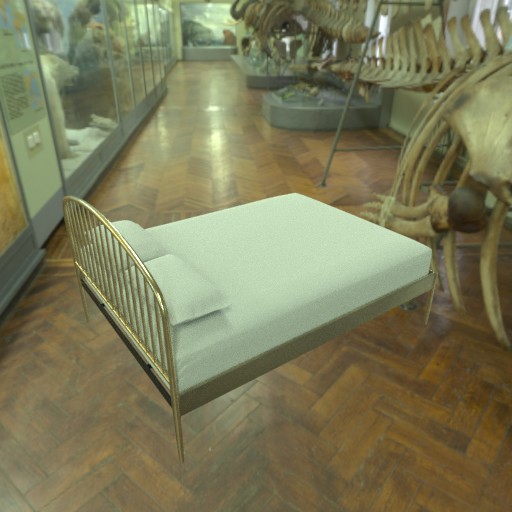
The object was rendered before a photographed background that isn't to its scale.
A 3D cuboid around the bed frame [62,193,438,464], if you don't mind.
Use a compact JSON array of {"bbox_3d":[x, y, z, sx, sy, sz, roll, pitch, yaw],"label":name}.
[{"bbox_3d":[0.000,0.000,3.212,2.152,1.175,1.612,-18,32,-32],"label":"bed frame"}]
